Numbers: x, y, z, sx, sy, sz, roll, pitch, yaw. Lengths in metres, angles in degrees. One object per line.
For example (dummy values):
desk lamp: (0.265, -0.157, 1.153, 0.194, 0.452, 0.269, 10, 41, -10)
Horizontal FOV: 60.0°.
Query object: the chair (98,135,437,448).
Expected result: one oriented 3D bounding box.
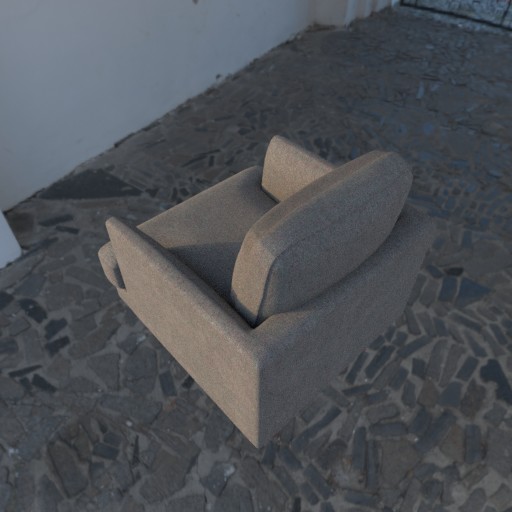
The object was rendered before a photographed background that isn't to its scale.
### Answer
chair: (0.000, 0.000, 1.648, 0.858, 0.957, 0.899, -33, 54, -28)
